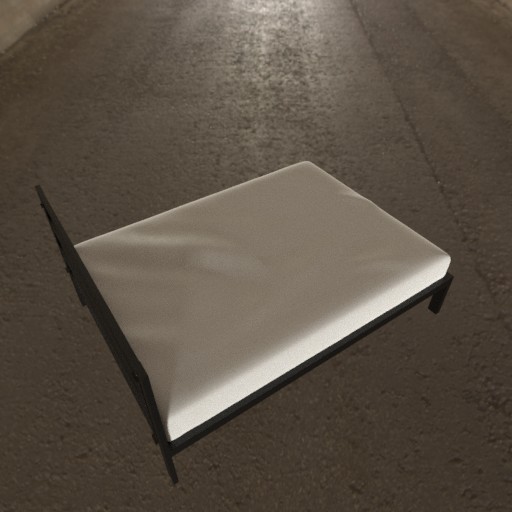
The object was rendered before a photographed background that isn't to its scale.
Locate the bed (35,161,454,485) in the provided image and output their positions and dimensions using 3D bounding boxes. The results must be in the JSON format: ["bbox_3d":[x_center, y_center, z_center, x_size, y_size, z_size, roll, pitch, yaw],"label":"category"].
[{"bbox_3d":[0.000,0.000,2.818,2.062,0.967,1.524,-24,47,-25],"label":"bed"}]
